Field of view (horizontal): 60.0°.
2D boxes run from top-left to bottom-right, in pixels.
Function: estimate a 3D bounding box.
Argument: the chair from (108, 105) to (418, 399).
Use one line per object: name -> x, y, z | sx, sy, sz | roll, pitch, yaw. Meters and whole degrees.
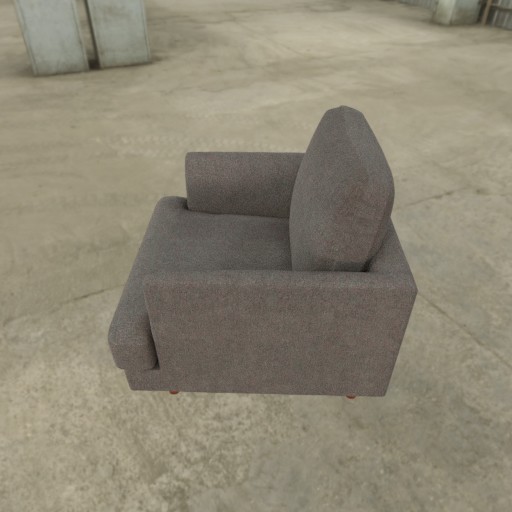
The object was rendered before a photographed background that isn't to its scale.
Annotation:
chair -> 0.000, 0.000, 1.643 | 0.899, 0.957, 0.858 | 1, 39, 1
